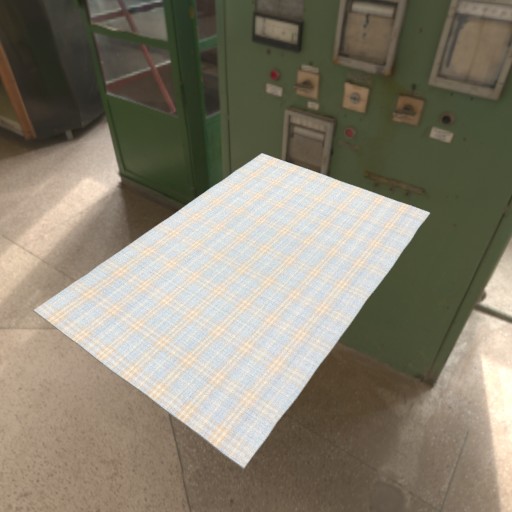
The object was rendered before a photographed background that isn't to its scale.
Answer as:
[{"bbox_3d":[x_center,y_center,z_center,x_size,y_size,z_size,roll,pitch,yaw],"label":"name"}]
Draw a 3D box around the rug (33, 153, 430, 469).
[{"bbox_3d":[0.000,0.000,2.333,1.231,0.012,1.835,26,48,26],"label":"rug"}]
